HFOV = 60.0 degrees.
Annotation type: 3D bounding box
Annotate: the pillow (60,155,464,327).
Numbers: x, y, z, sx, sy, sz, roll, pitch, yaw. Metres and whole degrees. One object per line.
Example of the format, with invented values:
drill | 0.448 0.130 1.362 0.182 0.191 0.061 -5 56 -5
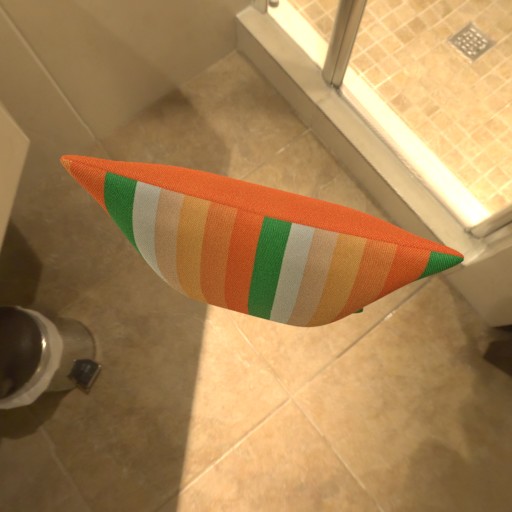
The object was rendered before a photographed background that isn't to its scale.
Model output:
pillow | 0.000 0.000 0.692 0.453 0.444 0.169 14 76 4
